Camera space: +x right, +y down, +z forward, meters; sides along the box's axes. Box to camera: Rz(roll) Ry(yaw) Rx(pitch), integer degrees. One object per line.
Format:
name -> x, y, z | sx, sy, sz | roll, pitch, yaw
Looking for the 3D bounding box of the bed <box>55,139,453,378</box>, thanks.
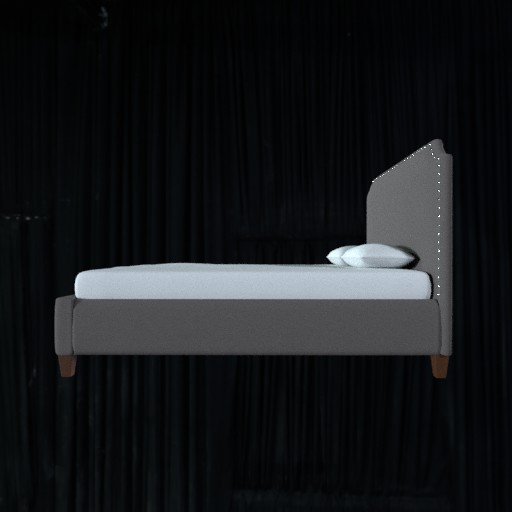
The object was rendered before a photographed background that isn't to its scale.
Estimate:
bed -> 0.000, 0.000, 3.441 | 2.372, 1.443, 1.713 | 0, 0, 0
